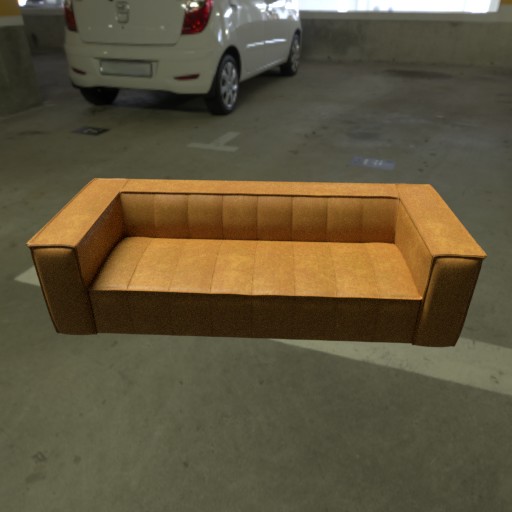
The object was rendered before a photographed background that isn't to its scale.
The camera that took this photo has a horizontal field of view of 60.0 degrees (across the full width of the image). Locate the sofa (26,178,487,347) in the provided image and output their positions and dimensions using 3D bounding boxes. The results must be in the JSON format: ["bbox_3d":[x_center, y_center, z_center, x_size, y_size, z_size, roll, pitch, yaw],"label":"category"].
[{"bbox_3d":[0.000,0.000,3.042,2.581,0.701,1.102,1,31,2],"label":"sofa"}]
